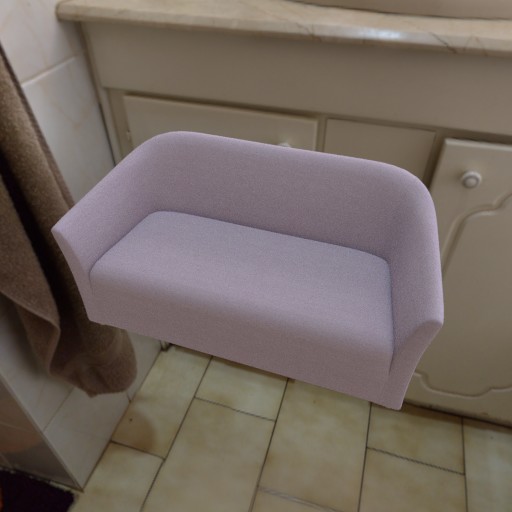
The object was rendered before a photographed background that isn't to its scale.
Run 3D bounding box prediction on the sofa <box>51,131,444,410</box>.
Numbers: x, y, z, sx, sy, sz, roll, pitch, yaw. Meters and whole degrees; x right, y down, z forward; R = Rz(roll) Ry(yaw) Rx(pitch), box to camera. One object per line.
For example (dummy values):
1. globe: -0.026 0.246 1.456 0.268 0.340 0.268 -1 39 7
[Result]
1. sofa: 0.000 0.000 1.919 1.452 0.721 0.705 13 43 14
